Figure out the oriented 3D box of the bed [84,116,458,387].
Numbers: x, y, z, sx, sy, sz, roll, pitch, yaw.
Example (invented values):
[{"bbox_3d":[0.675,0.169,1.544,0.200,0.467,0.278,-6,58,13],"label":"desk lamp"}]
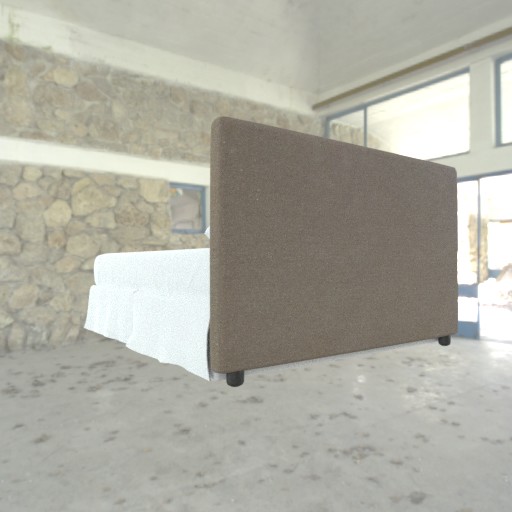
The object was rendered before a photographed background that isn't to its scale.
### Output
[{"bbox_3d":[0.000,0.000,3.603,2.119,1.317,2.341,1,-1,-35],"label":"bed"}]
